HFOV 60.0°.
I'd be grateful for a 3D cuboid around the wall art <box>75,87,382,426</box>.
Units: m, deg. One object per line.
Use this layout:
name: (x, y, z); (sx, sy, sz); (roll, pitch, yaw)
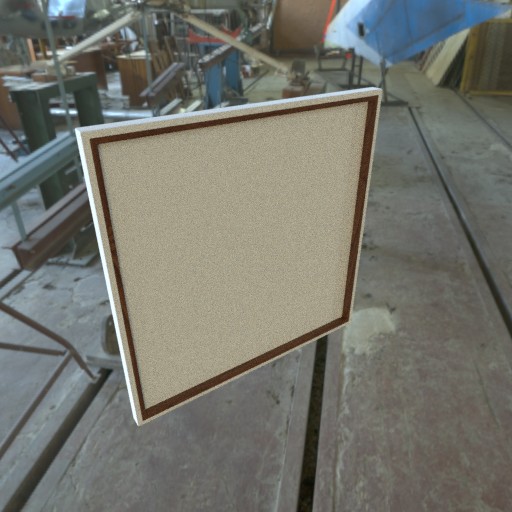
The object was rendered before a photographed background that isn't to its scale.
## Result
wall art: (0.000, 0.000, 1.150); (0.757, 0.757, 0.037); (-19, 35, -29)
